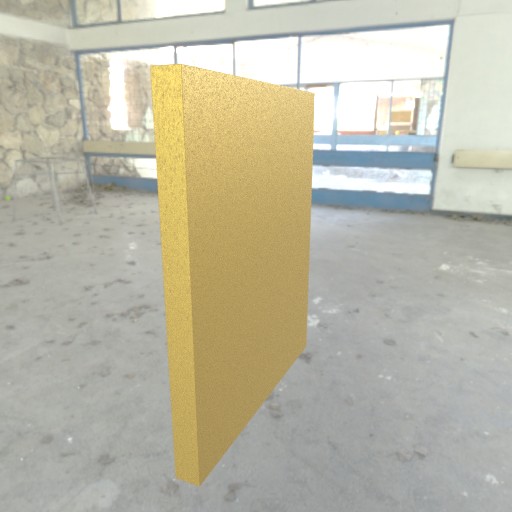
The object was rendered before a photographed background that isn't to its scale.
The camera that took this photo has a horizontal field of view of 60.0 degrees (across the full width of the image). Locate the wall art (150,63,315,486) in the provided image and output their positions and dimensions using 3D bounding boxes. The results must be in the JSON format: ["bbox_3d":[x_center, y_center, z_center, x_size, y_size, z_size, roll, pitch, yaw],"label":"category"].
[{"bbox_3d":[0.000,0.000,0.880,0.048,0.642,0.537,7,18,24],"label":"wall art"}]
